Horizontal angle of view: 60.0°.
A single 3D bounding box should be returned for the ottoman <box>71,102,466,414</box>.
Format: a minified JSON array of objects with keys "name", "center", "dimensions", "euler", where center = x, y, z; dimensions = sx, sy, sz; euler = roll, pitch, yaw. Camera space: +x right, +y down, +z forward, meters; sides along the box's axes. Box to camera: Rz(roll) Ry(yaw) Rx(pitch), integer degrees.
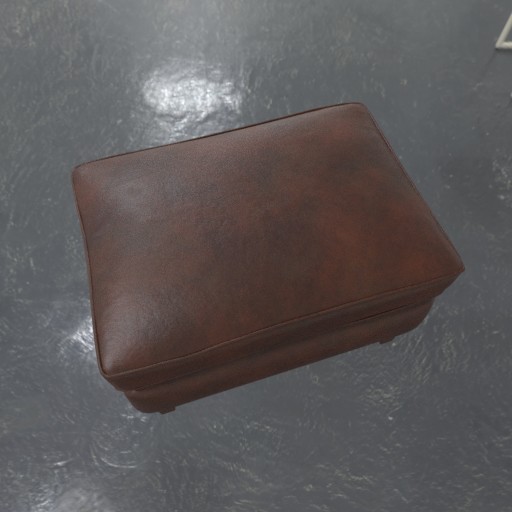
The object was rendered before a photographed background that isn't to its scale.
[{"name":"ottoman","center":[0.000,0.000,0.982],"dimensions":[0.665,0.432,0.501],"euler":[-15,61,-9]}]
